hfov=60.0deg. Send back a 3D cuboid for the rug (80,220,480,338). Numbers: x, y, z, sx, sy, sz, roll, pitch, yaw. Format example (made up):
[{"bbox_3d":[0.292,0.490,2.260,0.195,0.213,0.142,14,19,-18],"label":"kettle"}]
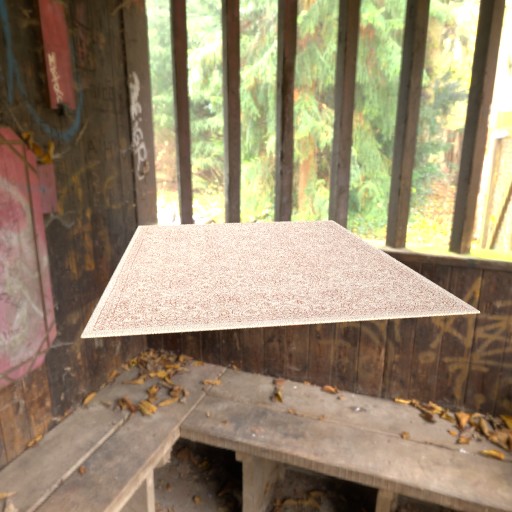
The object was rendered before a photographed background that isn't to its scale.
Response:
[{"bbox_3d":[0.000,0.000,4.099,2.441,0.015,3.050,-2,16,-8],"label":"rug"}]
